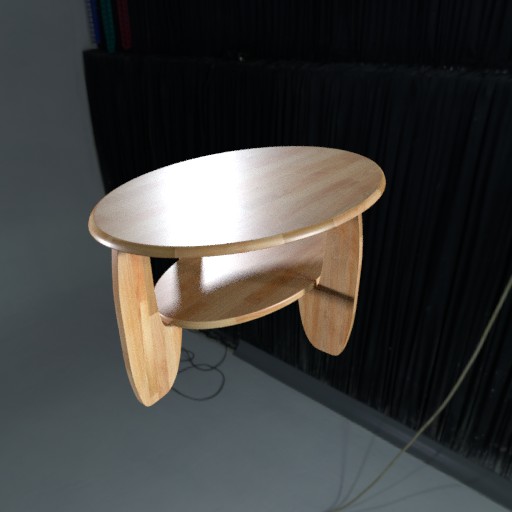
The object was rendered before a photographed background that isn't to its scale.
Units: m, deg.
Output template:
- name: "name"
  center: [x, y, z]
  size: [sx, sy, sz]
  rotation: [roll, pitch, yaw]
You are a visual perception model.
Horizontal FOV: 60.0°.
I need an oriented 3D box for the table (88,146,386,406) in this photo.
- name: "table"
  center: [0.000, 0.000, 1.400]
  size: [0.690, 0.490, 1.040]
  rotation: [18, 32, 32]
